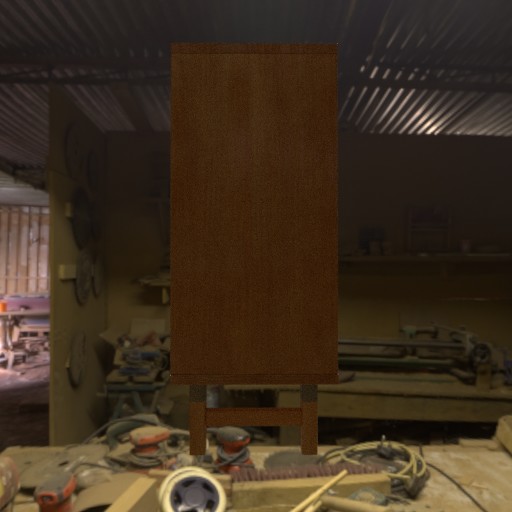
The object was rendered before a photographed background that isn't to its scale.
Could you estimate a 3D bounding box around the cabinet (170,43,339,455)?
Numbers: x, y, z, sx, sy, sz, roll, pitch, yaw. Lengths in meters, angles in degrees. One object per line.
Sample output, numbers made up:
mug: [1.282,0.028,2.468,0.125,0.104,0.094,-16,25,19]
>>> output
cabinet: [0.000,0.000,1.446,0.419,1.001,0.800,0,-1,0]
